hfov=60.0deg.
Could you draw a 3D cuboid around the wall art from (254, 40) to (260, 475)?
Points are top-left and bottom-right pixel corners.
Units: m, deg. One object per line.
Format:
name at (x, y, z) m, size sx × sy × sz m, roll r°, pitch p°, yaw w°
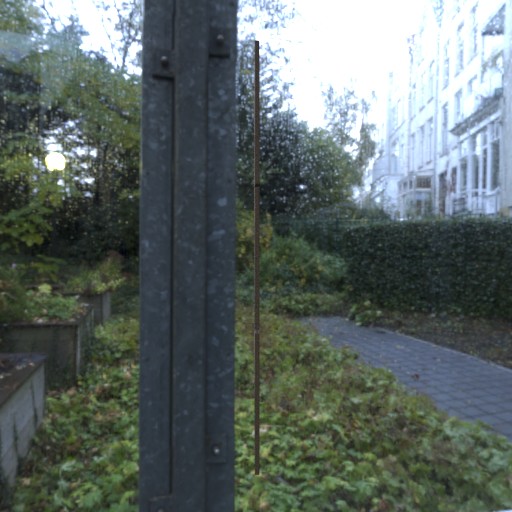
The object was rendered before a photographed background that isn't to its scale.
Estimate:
wall art at (0.000, 0.000, 1.844) m, size 0.013 × 1.216 × 1.216 m, roll 0°, pitch 1°, yaw 0°
